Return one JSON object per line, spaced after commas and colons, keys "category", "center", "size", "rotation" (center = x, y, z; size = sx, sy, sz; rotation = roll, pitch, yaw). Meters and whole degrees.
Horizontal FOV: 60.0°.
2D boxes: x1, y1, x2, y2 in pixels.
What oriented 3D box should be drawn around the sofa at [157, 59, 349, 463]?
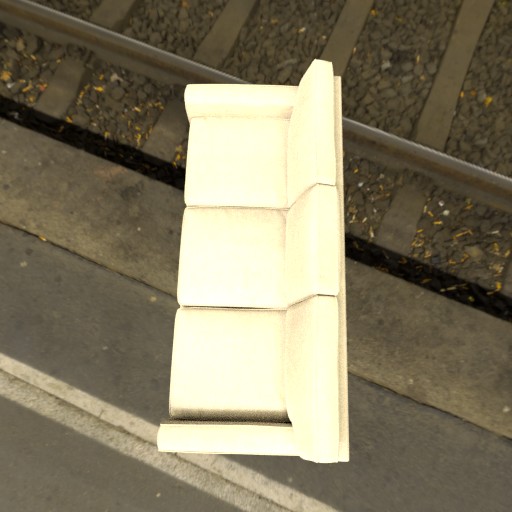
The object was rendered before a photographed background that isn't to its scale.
{"category": "sofa", "center": [0.000, 0.000, 2.556], "size": [0.936, 0.862, 2.093], "rotation": [2, 76, 0]}
